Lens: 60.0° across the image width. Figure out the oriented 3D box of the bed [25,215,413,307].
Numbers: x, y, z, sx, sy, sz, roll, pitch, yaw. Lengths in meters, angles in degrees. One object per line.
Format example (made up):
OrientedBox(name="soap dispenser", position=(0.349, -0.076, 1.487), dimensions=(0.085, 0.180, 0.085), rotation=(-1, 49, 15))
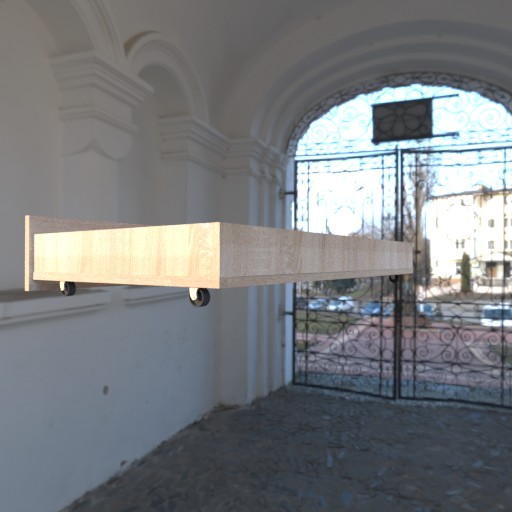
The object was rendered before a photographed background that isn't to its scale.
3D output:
OrientedBox(name="bed", position=(0.000, 0.000, 1.480), dimensions=(0.685, 0.209, 1.200), rotation=(0, -1, 36))
